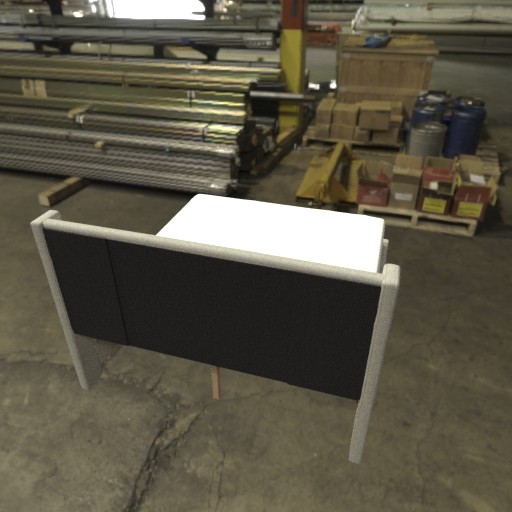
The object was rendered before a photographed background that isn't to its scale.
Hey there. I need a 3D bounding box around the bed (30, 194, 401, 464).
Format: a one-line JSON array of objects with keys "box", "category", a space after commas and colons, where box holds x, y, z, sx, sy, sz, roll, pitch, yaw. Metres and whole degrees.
[{"box": [0.000, 0.000, 3.688, 2.140, 1.470, 2.280, 9, 34, 14], "category": "bed"}]
